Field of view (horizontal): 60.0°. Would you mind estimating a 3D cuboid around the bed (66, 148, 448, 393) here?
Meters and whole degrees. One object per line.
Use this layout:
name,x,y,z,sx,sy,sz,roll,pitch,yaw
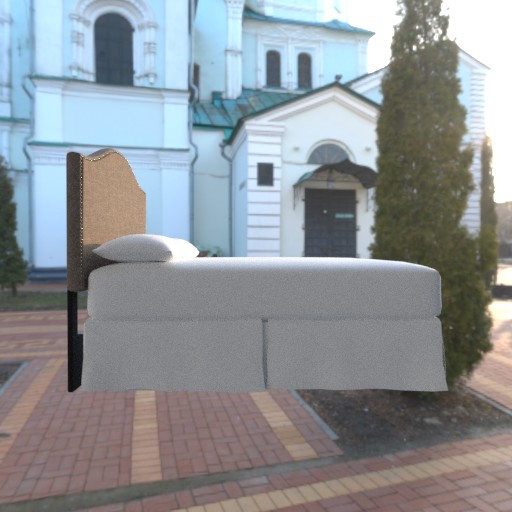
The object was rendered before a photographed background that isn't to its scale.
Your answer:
bed,0.000,0.000,3.245,2.153,1.518,1.713,0,1,-1
